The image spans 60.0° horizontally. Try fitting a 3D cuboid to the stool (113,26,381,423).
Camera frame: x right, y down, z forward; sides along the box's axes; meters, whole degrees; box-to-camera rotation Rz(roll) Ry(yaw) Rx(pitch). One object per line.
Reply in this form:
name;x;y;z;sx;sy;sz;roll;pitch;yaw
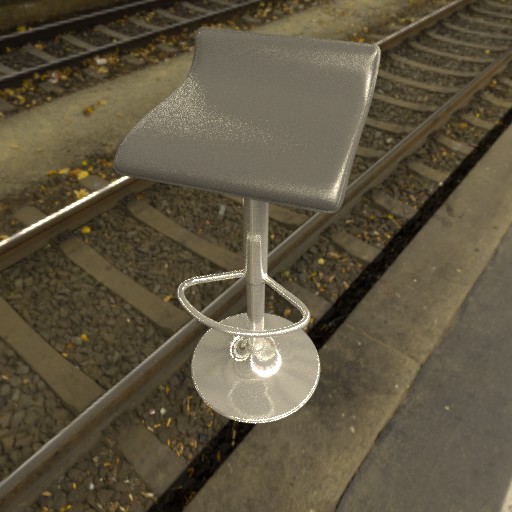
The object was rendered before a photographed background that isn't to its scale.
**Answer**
stool;0.000;0.000;1.026;0.381;0.851;0.381;12;44;13
